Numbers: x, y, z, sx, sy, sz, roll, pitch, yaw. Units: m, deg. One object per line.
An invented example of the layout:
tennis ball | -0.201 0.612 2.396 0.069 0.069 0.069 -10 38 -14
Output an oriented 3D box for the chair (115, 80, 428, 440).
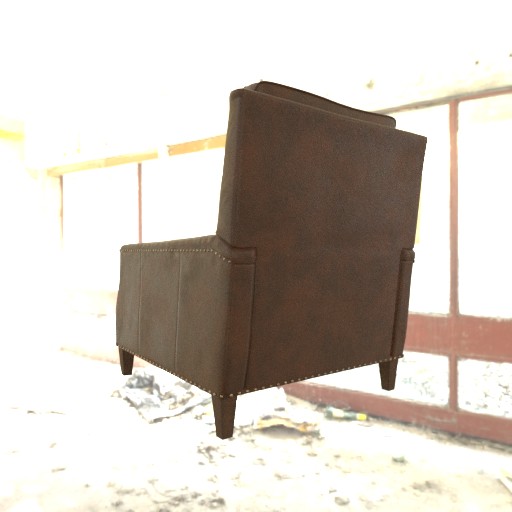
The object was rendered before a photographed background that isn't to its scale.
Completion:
chair | 0.000 0.000 1.819 0.854 1.054 1.035 0 1 -36
